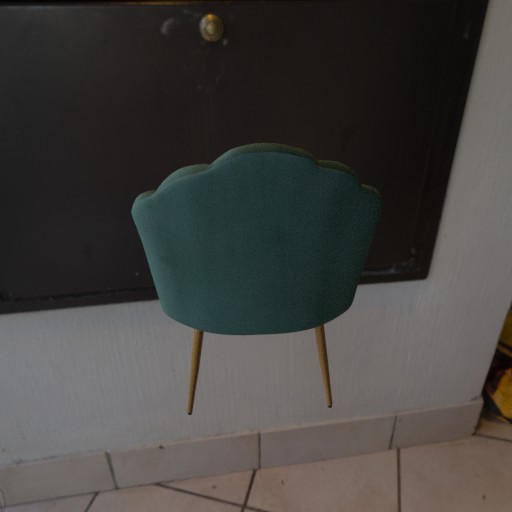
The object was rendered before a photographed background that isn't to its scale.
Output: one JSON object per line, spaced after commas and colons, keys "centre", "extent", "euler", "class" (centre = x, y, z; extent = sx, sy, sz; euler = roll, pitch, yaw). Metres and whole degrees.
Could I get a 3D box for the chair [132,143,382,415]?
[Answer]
{"centre": [0.000, 0.000, 1.304], "extent": [0.657, 0.819, 0.599], "euler": [-2, 30, -3], "class": "chair"}
